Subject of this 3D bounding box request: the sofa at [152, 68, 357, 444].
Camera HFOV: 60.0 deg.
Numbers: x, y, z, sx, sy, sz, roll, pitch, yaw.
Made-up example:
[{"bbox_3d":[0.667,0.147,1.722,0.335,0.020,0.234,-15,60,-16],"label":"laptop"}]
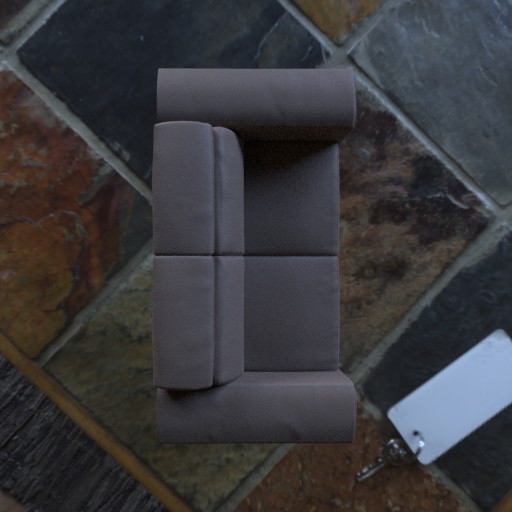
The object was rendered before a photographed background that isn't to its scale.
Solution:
[{"bbox_3d":[0.000,0.000,2.435,1.003,0.779,1.895,0,90,0],"label":"sofa"}]
